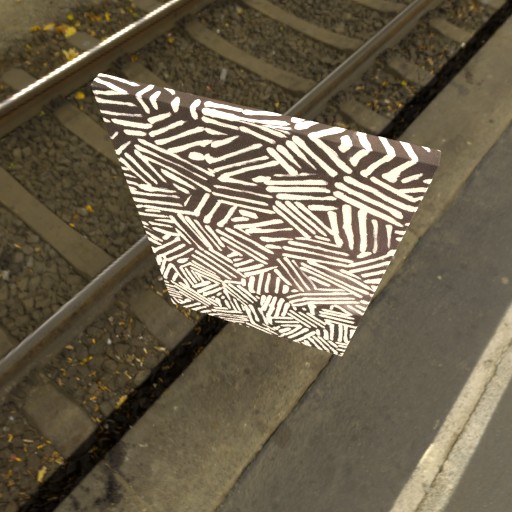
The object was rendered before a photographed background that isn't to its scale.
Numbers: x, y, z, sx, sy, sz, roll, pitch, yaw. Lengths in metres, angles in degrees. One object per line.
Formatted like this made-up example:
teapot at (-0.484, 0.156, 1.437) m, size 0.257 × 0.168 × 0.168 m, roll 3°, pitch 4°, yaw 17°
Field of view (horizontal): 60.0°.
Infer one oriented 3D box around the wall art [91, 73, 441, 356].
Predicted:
wall art at (0.000, 0.000, 1.142) m, size 0.615 × 0.918 × 0.035 m, roll 16°, pitch 60°, yaw 9°
